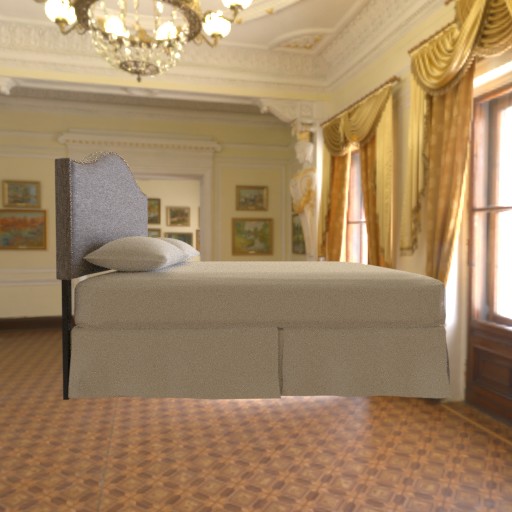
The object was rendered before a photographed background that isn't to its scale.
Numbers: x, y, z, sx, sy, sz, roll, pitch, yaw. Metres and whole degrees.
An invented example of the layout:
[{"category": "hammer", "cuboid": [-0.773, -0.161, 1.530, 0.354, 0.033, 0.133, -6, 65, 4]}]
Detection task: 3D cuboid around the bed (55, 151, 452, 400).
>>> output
[{"category": "bed", "cuboid": [0.000, 0.000, 2.835, 1.870, 1.295, 1.610, 0, 2, -1]}]
